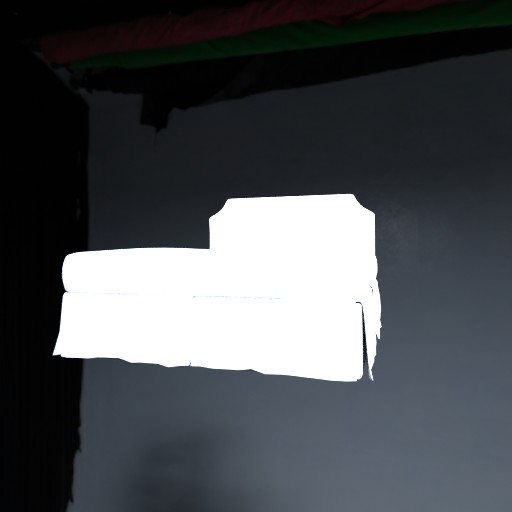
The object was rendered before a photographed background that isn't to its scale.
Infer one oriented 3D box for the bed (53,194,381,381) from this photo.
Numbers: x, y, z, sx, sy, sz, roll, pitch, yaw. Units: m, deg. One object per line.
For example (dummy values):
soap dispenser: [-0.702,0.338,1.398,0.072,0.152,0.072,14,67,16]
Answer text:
bed: [0.000,0.000,3.675,1.977,1.293,2.498,0,0,17]
